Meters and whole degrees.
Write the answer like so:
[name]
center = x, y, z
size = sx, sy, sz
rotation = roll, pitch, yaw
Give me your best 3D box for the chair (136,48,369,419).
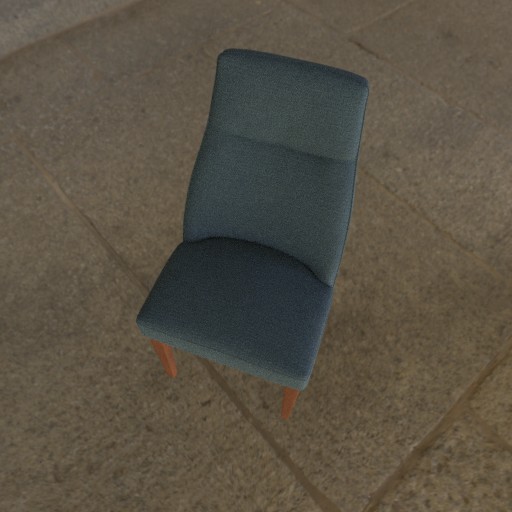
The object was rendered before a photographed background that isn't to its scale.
[chair]
center = 0.000, 0.000, 1.305
size = 0.500, 0.930, 0.620
rotation = 17, 60, 10
